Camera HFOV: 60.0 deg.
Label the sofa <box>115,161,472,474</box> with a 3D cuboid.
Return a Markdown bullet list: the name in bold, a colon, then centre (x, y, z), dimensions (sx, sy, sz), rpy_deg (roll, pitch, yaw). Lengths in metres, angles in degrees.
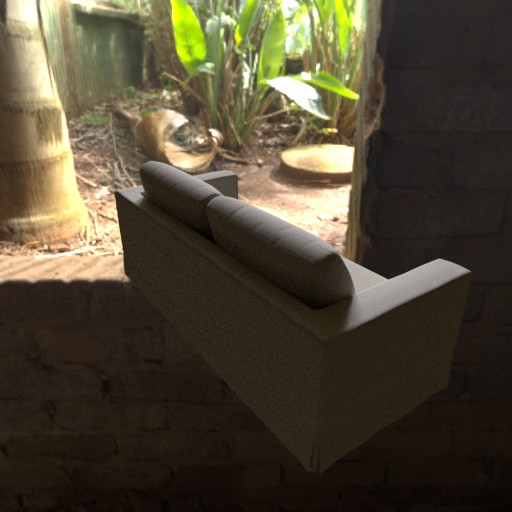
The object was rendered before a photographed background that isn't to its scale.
- **sofa**: centre (0.000, 0.000, 2.653), dimensions (0.954, 0.881, 2.163), rpy_deg (-17, 31, -31)
